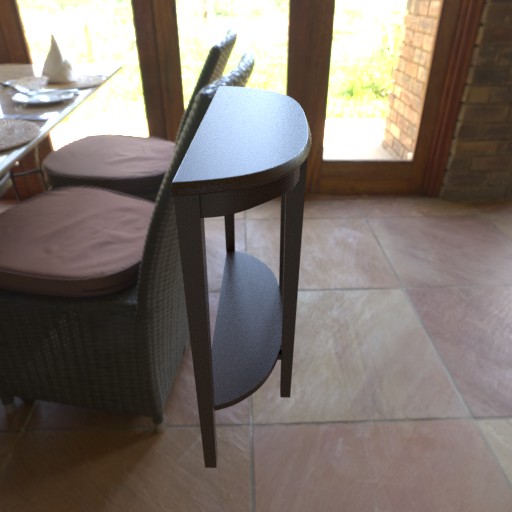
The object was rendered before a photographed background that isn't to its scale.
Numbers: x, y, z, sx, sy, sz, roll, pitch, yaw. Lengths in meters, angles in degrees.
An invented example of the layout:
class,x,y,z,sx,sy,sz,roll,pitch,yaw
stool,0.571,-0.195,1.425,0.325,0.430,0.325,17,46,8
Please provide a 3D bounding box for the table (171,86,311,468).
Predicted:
class,x,y,z,sx,sy,sz,roll,pitch,yaw
table,0.000,0.000,1.361,0.274,0.831,0.909,1,31,1
